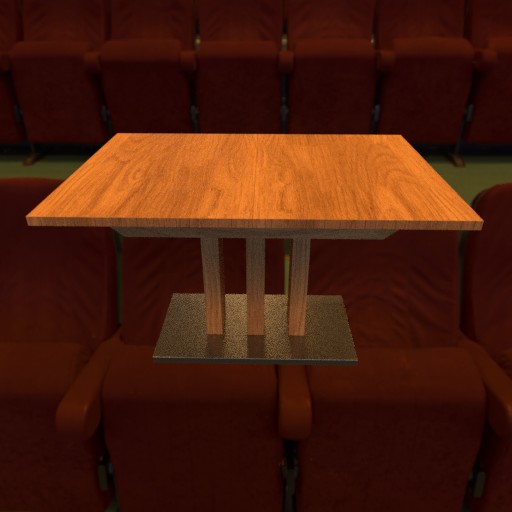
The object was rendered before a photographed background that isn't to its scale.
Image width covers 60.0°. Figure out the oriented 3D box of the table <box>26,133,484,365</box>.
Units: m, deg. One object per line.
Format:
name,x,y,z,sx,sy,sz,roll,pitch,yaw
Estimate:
table,0.000,0.000,1.839,1.300,0.770,0.900,1,30,1
